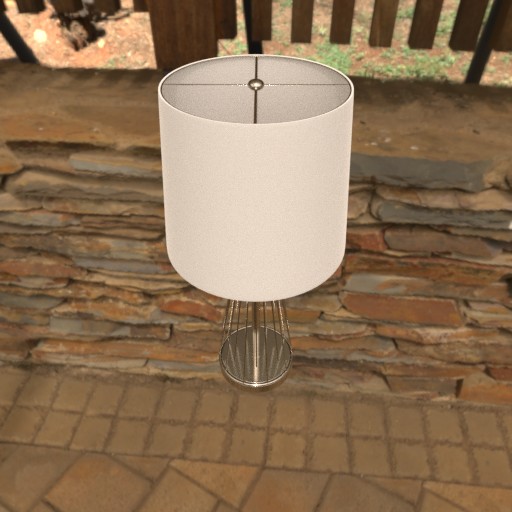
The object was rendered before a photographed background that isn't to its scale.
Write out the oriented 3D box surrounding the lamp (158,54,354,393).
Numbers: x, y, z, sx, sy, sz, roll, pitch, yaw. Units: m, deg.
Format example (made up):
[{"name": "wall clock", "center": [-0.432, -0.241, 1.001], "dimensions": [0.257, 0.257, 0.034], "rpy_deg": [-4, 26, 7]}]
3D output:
[{"name": "lamp", "center": [0.000, 0.000, 0.790], "dimensions": [0.303, 0.618, 0.303], "rpy_deg": [0, 40, 0]}]
